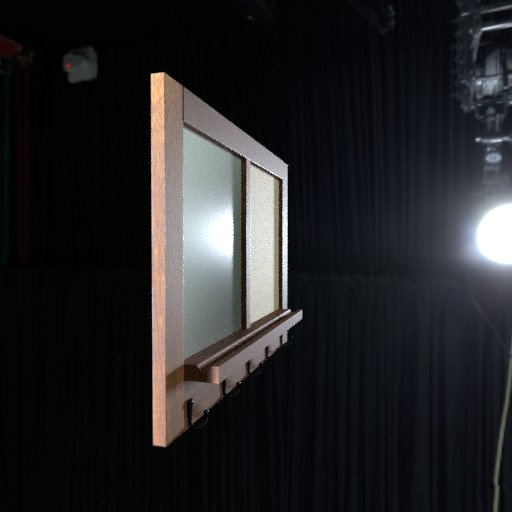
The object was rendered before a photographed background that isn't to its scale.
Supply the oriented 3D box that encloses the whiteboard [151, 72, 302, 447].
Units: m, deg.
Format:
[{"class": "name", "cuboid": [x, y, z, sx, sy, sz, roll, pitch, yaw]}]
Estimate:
[{"class": "whiteboard", "cuboid": [0.000, 0.000, 1.027, 0.083, 0.559, 0.783, 0, 1, 17]}]
